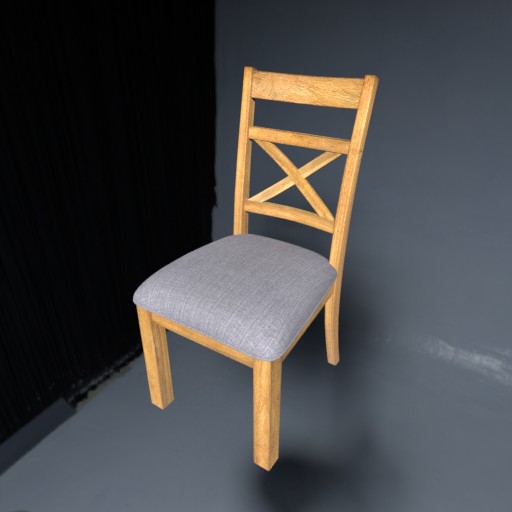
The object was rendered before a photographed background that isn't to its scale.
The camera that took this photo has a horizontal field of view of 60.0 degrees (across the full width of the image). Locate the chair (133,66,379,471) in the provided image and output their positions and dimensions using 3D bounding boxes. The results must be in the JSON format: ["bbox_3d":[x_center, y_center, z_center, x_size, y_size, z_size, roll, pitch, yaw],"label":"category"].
[{"bbox_3d":[0.000,0.000,1.279,0.470,0.949,0.581,17,33,29],"label":"chair"}]
